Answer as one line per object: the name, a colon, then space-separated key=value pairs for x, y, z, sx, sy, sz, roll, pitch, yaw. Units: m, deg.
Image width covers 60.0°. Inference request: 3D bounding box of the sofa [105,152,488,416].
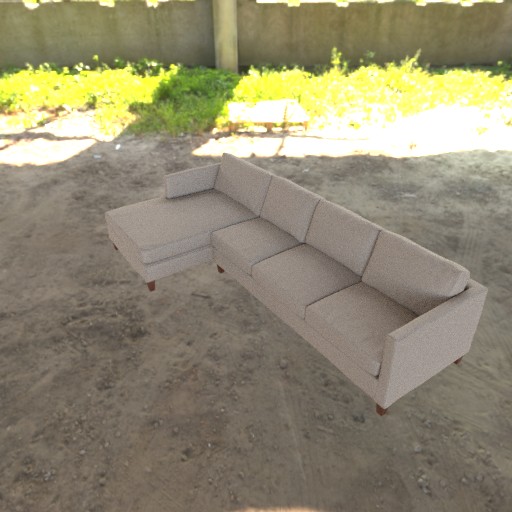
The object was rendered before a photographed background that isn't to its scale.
sofa: x=0.000 y=0.000 z=3.819 sx=1.625 sy=0.846 sz=3.186 roll=-20 pitch=37 yaw=-29
